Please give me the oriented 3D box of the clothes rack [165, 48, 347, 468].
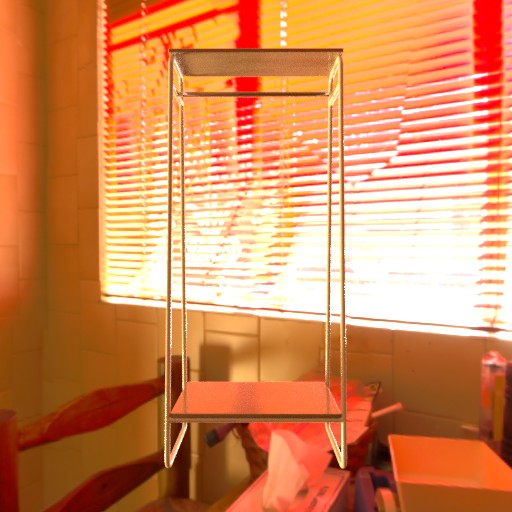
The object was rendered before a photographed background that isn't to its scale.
[{"bbox_3d":[0.000,0.000,1.734,0.640,1.512,0.400,0,1,0],"label":"clothes rack"}]
